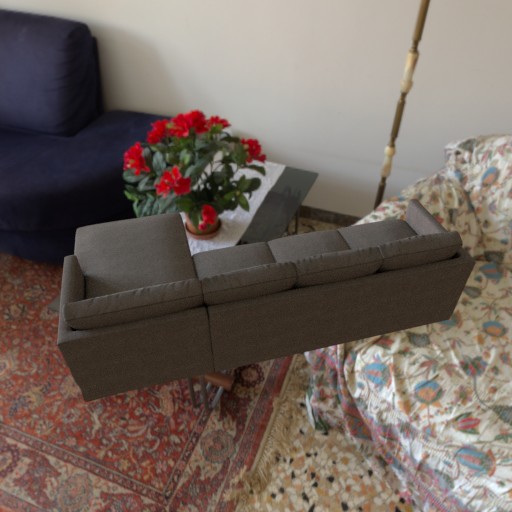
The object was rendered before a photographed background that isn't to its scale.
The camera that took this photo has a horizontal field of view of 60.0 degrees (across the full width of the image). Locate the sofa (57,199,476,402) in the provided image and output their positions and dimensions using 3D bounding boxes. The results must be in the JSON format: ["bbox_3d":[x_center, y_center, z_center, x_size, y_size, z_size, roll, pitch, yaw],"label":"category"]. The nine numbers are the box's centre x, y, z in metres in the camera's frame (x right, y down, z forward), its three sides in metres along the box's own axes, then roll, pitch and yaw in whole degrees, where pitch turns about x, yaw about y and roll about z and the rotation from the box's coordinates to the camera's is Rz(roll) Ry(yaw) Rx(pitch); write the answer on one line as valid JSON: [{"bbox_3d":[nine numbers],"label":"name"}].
[{"bbox_3d":[0.000,0.000,3.979,3.205,0.922,1.650,-10,43,-11],"label":"sofa"}]
